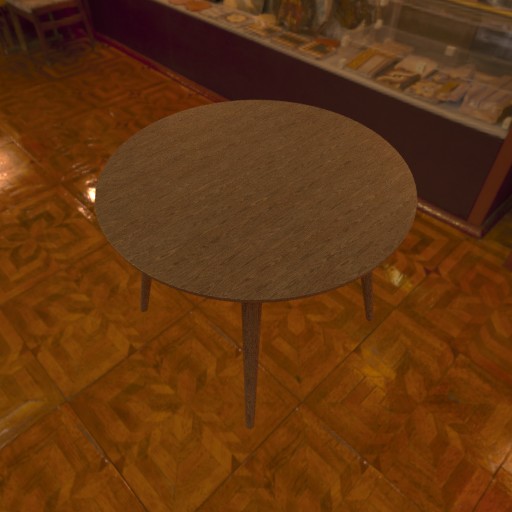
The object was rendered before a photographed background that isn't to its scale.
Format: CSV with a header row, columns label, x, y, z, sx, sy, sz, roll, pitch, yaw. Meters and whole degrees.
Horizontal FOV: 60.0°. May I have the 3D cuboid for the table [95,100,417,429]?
label,x,y,z,sx,sy,sz,roll,pitch,yaw
table,0.000,0.000,1.776,1.053,0.786,1.053,0,47,0
